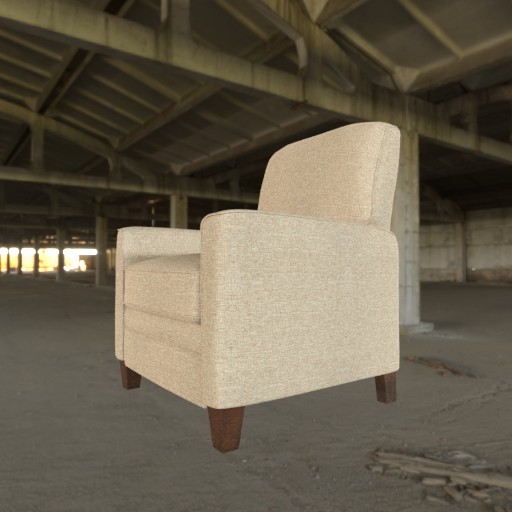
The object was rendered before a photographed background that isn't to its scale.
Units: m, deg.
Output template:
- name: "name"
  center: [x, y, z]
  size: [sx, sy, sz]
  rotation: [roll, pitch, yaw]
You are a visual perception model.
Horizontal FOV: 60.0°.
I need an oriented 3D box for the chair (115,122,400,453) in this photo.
- name: "chair"
  center: [0.000, 0.000, 1.668]
  size: [0.858, 1.028, 0.841]
  rotation: [0, -1, -36]
